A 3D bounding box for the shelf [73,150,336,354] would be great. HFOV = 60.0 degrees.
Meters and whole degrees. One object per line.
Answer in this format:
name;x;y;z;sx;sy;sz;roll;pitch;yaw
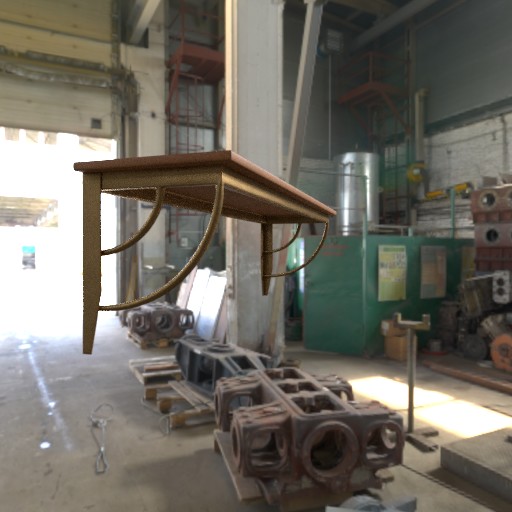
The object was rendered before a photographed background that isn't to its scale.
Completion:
shelf;0.000;0.000;0.708;0.166;0.190;0.636;0;1;18
